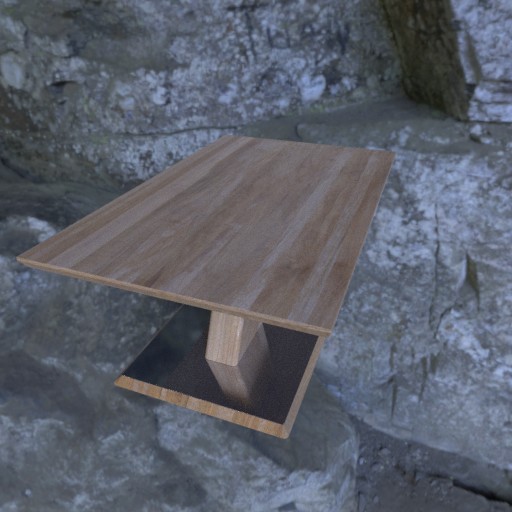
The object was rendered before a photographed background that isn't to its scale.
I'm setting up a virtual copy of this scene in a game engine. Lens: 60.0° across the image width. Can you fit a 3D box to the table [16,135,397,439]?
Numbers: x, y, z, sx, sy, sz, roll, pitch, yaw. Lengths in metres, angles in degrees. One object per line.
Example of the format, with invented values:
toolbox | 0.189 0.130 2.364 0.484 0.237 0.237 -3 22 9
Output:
table | 0.000 0.000 1.406 0.692 0.441 1.100 11 31 18
